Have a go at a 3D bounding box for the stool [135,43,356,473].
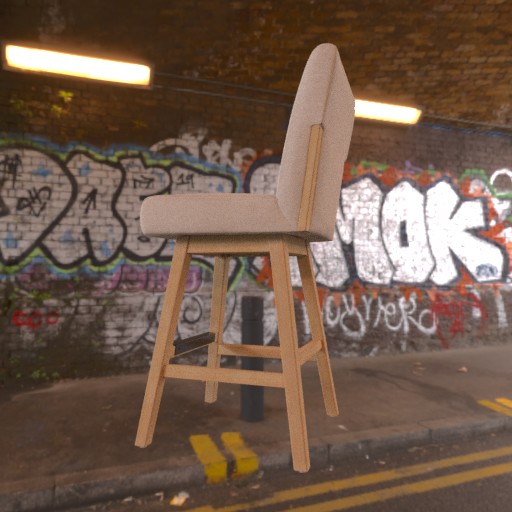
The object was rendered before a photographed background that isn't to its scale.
[{"bbox_3d":[0.000,0.000,1.302,0.543,1.015,0.446,-1,-2,20],"label":"stool"}]
